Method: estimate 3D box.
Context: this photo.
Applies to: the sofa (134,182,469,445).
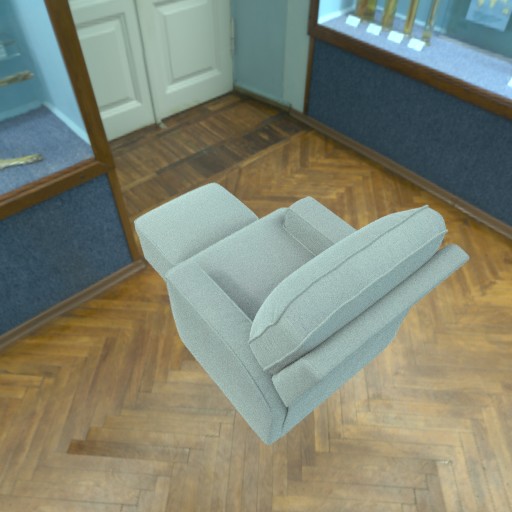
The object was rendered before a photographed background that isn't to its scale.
[{"bbox_3d":[0.000,0.000,2.042,0.861,0.959,1.472,-31,54,-26],"label":"sofa"}]
